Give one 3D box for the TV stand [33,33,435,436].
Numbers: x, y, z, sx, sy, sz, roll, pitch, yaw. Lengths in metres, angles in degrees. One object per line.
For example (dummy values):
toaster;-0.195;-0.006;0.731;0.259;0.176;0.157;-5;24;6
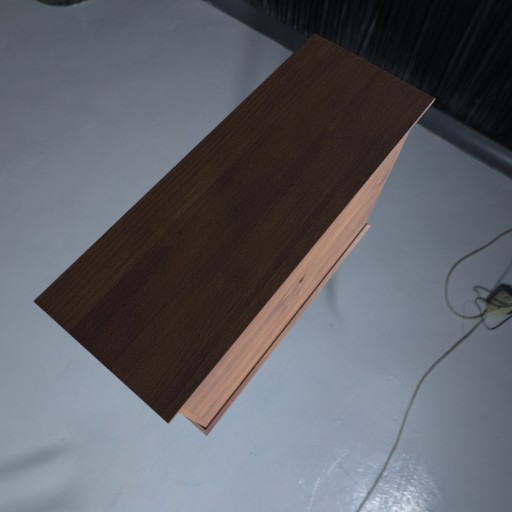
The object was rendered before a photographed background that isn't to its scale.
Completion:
TV stand;0.000;0.000;1.465;0.406;0.813;1.067;36;71;15
